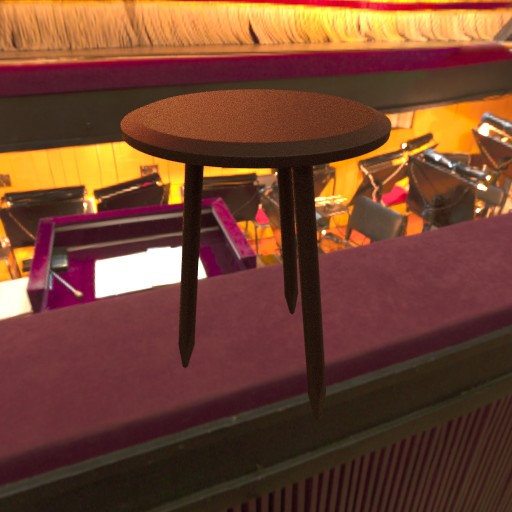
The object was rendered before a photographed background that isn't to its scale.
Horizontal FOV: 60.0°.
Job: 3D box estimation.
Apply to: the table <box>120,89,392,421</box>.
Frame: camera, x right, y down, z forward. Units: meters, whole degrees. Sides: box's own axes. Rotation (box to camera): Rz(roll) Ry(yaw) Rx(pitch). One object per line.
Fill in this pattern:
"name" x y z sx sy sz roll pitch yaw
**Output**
"table" 0.000 0.000 0.915 0.457 0.585 0.457 0 30 0
